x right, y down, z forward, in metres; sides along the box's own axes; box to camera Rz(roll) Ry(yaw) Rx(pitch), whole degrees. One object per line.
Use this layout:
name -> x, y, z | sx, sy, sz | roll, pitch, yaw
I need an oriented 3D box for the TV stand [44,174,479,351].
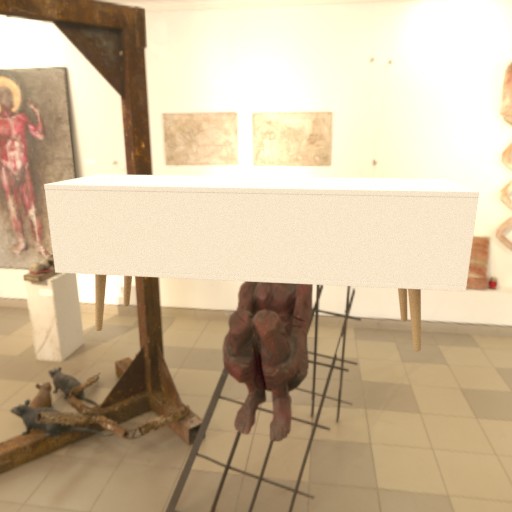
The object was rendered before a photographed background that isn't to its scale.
TV stand -> 0.000, 0.000, 1.676 | 1.398, 0.560, 0.401 | 2, 16, 8
